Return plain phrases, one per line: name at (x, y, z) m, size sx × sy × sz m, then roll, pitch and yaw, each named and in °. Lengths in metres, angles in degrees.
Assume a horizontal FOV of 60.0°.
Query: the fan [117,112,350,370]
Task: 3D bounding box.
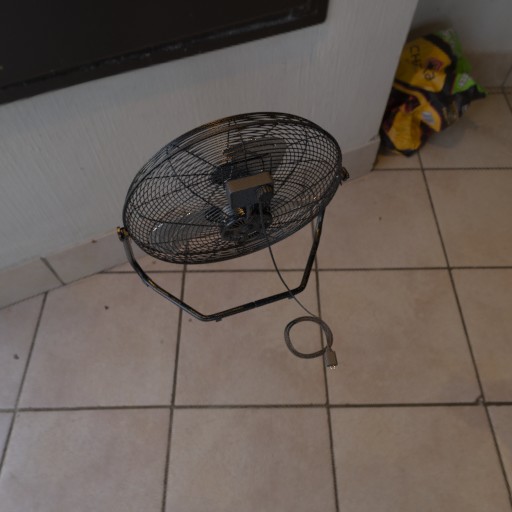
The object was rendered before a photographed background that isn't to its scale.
fan at (0.000, 0.000, 0.926) m, size 0.555 × 0.546 × 0.424 m, roll -16°, pitch 60°, yaw -10°
